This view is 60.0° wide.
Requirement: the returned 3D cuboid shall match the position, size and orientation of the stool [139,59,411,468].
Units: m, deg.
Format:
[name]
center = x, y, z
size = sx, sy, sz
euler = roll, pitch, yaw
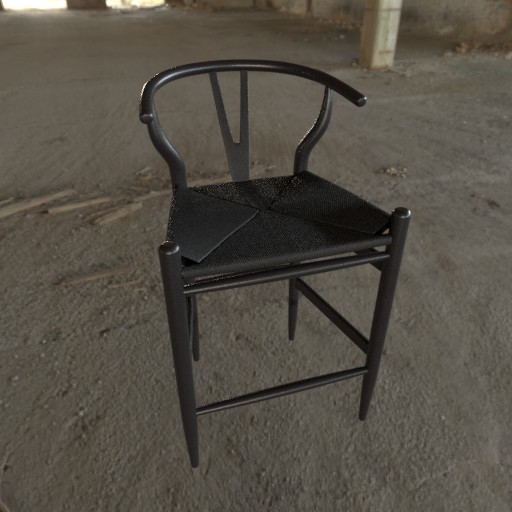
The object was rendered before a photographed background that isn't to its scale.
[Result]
[stool]
center = 0.000, 0.000, 1.278
size = 0.569, 0.970, 0.579
euler = -9, 33, -15
